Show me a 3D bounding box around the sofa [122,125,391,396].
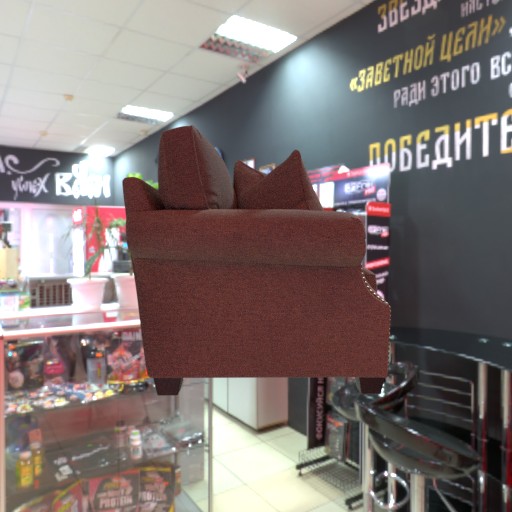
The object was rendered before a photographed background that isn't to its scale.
[{"bbox_3d":[0.000,0.000,2.331,0.966,0.966,1.701,0,1,-1],"label":"sofa"}]
